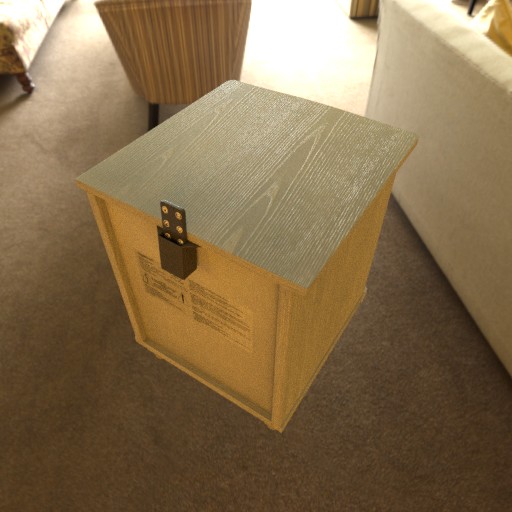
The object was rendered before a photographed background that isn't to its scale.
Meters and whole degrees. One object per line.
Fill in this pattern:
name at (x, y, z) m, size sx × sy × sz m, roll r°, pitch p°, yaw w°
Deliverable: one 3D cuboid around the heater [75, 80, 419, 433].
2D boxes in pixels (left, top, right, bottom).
heater at (0.000, 0.000, 0.792) m, size 0.362 × 0.481 × 0.400 m, roll 25°, pitch 51°, yaw 22°
